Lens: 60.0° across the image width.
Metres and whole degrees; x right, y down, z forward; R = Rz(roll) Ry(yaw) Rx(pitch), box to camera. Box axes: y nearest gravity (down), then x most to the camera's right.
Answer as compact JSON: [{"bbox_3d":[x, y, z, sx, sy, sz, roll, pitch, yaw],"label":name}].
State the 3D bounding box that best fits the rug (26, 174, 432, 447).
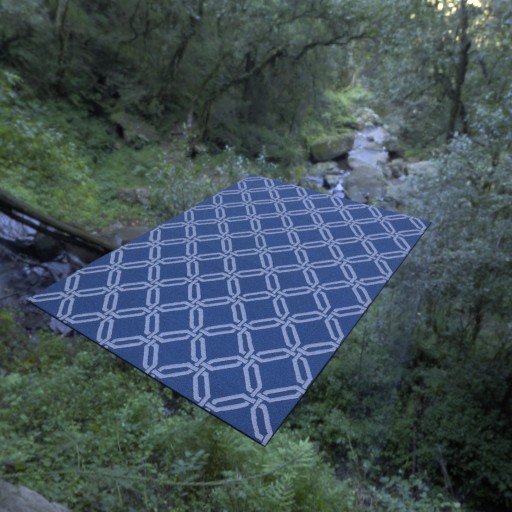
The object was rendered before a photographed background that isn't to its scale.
[{"bbox_3d":[0.000,0.000,4.325,2.432,0.018,3.342,20,38,28],"label":"rug"}]
